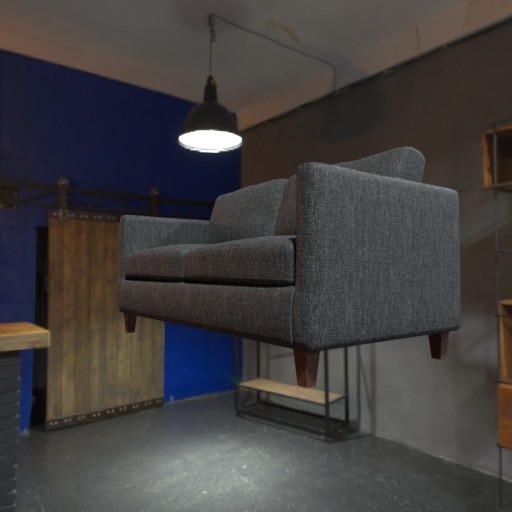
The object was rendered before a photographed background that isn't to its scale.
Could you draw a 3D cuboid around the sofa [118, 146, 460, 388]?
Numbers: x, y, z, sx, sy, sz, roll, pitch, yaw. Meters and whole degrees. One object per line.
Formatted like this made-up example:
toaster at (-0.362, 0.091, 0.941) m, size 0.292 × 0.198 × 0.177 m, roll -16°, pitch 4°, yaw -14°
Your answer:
sofa at (0.000, 0.000, 2.470) m, size 0.950 × 0.963 × 1.884 m, roll 1°, pitch -2°, yaw -36°
